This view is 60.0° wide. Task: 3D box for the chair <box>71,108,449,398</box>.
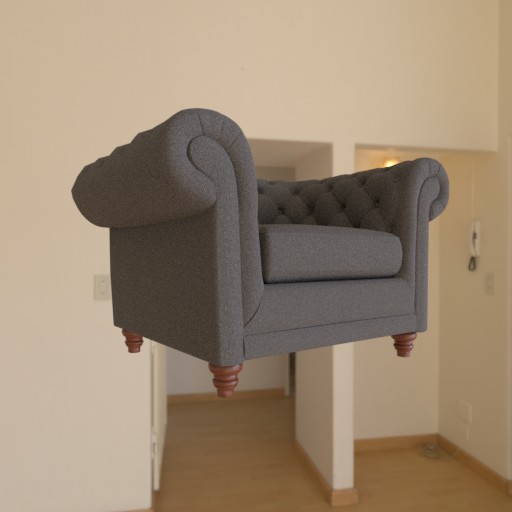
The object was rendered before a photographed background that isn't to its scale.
[{"bbox_3d":[0.000,0.000,1.799,1.270,0.770,0.976,0,0,-36],"label":"chair"}]
